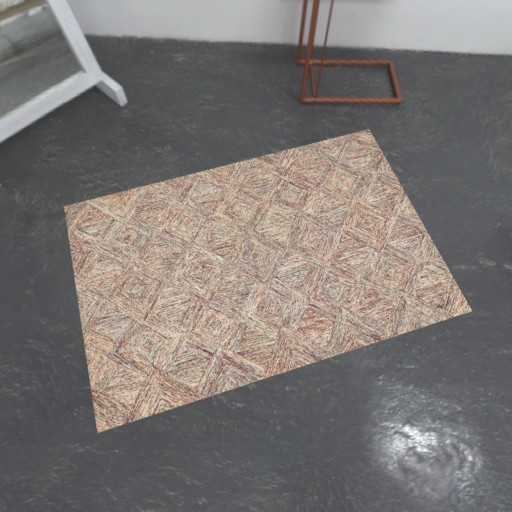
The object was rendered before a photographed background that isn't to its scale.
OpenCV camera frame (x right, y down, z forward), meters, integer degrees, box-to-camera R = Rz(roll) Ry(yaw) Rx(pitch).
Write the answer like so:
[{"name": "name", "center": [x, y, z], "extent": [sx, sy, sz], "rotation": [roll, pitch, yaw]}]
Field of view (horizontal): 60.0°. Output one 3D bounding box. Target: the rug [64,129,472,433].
[{"name": "rug", "center": [0.000, 0.000, 2.878], "extent": [2.285, 0.019, 1.523], "rotation": [-16, 64, -8]}]
